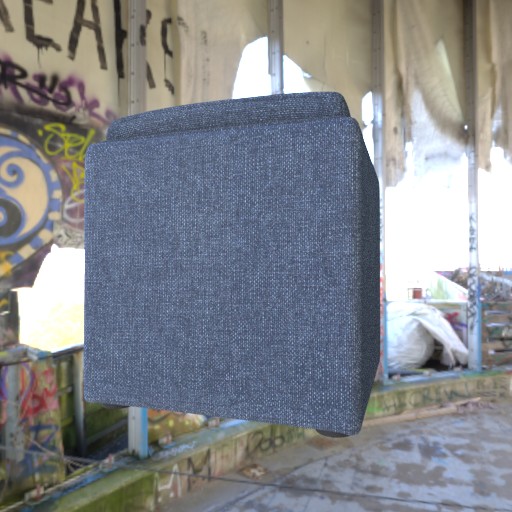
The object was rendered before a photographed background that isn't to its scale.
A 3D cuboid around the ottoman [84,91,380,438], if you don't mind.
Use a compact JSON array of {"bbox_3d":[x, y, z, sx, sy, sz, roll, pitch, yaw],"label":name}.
[{"bbox_3d":[0.000,0.000,0.851,0.436,0.493,0.454,0,-1,19],"label":"ottoman"}]
